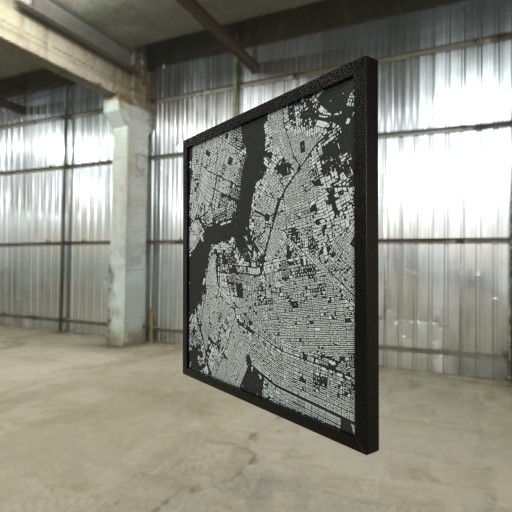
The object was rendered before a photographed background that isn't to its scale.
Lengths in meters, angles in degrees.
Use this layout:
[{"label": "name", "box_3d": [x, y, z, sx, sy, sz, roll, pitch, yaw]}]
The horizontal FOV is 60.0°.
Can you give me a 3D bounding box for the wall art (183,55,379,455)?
[{"label": "wall art", "box_3d": [0.000, 0.000, 1.156, 0.038, 0.761, 0.755, 0, -1, -36]}]
